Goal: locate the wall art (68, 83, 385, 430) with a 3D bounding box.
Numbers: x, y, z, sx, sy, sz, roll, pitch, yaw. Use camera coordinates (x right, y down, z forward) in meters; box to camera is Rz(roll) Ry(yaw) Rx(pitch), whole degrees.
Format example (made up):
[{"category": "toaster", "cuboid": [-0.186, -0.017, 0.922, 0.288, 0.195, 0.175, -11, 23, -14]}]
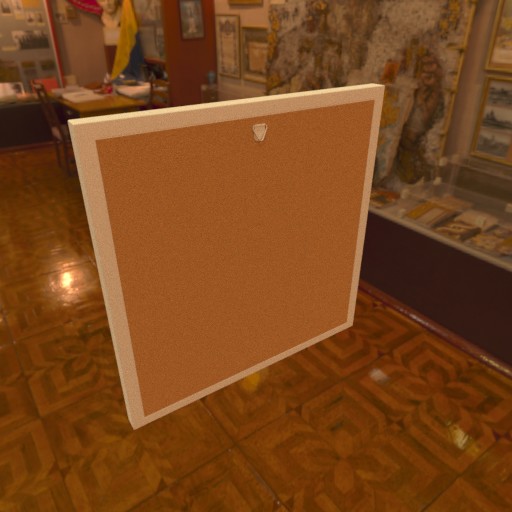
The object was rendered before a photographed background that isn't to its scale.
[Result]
[{"category": "wall art", "cuboid": [0.000, 0.000, 1.130, 0.761, 0.762, 0.050, -18, 34, -29]}]
